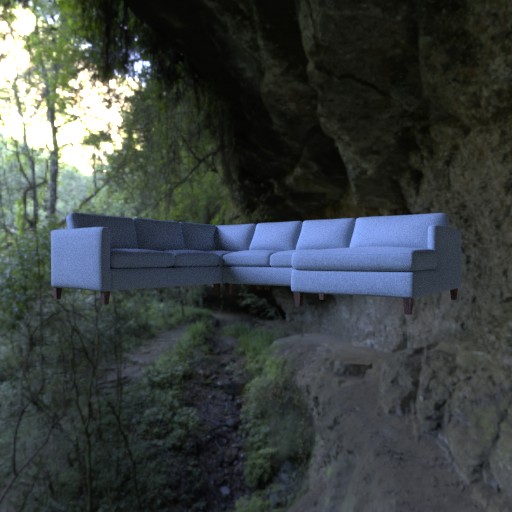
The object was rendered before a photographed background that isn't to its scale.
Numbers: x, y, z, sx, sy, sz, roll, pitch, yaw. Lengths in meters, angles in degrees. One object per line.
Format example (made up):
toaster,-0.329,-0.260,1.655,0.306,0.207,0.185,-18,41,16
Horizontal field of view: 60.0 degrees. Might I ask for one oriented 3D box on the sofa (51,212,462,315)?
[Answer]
sofa,0.000,0.000,4.510,3.403,0.889,2.551,0,0,37
